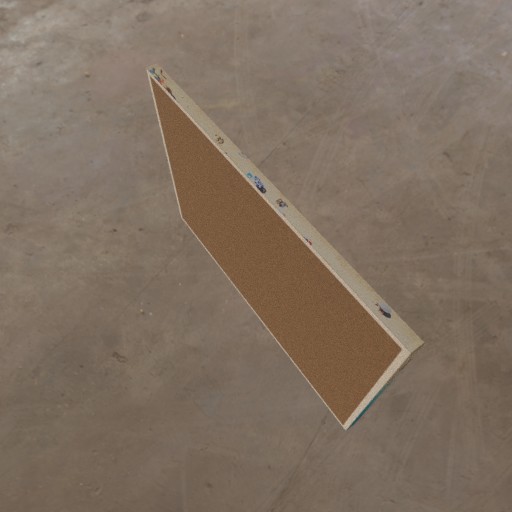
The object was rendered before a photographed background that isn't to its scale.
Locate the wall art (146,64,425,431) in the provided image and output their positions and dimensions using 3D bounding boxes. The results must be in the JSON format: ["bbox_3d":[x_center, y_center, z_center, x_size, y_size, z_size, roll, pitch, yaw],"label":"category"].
[{"bbox_3d":[0.000,0.000,1.465,0.040,0.769,1.136,-31,63,-18],"label":"wall art"}]
